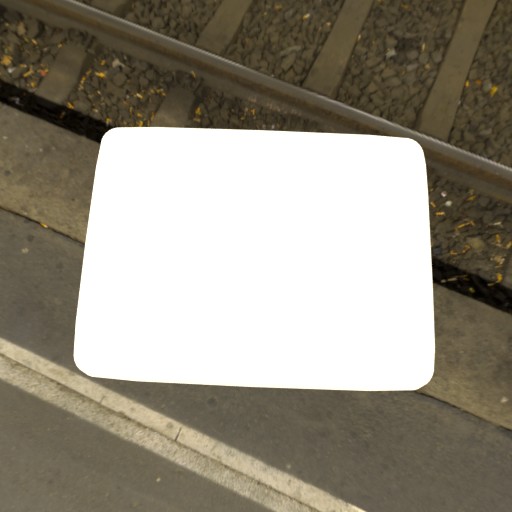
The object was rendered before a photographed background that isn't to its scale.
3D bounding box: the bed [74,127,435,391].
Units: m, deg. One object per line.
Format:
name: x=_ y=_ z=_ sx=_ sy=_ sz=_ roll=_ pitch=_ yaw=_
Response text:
bed: x=0.000 y=0.000 z=2.682 sx=2.036 sy=0.460 sz=1.520 roll=2 pitch=77 yaw=1
